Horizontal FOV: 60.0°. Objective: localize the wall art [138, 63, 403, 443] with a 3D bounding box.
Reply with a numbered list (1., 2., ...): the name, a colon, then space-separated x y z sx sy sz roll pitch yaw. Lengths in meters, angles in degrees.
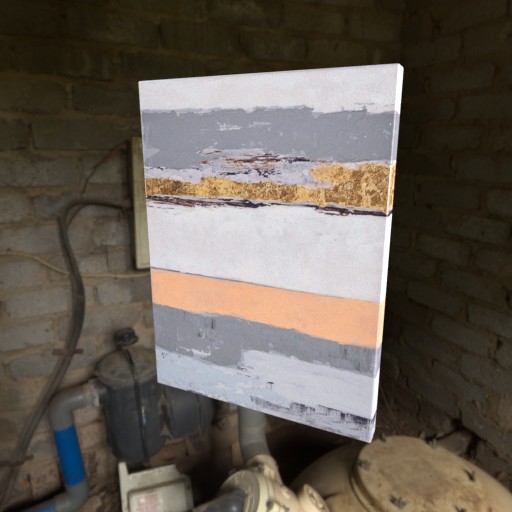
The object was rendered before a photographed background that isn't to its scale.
1. wall art: 0.000 0.000 0.798 0.456 0.609 0.038 7 16 25
